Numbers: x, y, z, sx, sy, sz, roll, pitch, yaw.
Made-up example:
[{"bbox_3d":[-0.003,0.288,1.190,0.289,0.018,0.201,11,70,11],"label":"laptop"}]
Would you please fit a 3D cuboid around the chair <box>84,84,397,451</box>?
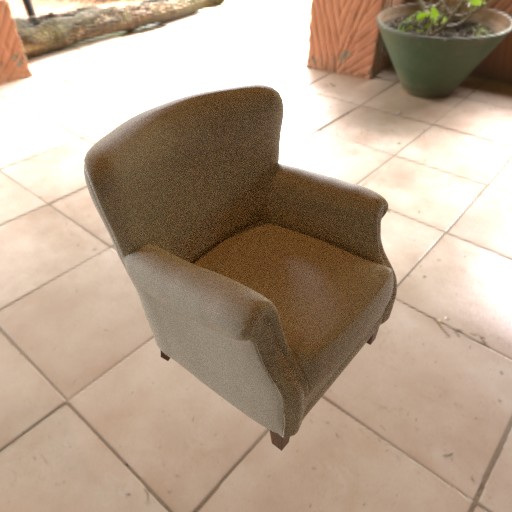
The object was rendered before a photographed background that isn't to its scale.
[{"bbox_3d":[0.000,0.000,1.626,0.921,0.936,0.861,28,48,29],"label":"chair"}]
